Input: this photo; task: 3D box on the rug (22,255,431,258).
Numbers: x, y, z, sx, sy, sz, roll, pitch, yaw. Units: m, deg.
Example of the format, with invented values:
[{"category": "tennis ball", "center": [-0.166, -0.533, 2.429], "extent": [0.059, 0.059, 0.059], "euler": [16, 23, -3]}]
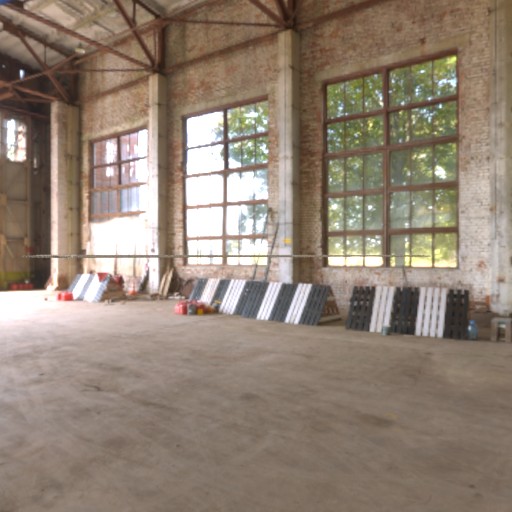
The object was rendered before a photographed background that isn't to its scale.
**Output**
[{"category": "rug", "center": [0.000, 0.000, 2.713], "extent": [2.480, 0.013, 0.786], "euler": [0, 0, -35]}]
